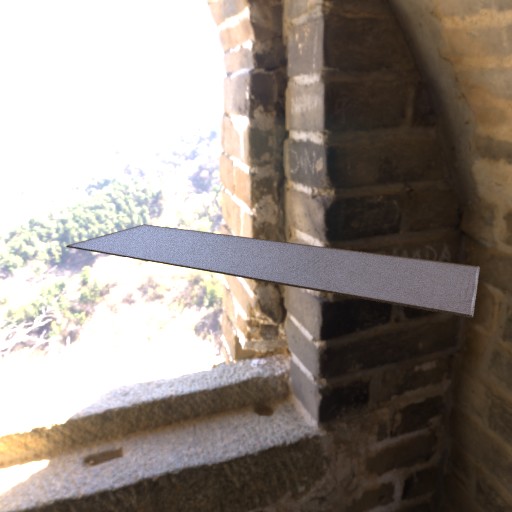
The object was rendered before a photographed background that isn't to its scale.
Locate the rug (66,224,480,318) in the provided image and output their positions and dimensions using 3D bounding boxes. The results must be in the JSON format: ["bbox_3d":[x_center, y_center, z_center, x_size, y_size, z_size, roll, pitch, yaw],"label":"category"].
[{"bbox_3d":[0.000,0.000,2.727,2.452,0.012,0.775,8,18,27],"label":"rug"}]
